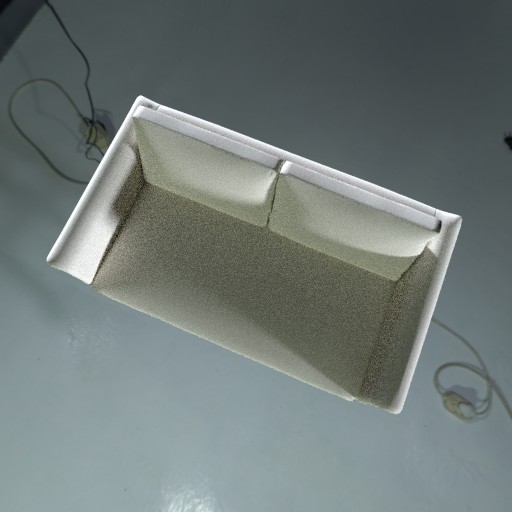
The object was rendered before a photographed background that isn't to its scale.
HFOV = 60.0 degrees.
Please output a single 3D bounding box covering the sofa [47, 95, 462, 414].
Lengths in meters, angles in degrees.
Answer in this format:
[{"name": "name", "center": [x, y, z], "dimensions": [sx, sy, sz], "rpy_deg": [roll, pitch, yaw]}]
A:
[{"name": "sofa", "center": [0.000, 0.000, 2.127], "dimensions": [1.598, 0.873, 0.905], "rpy_deg": [22, 76, 6]}]
